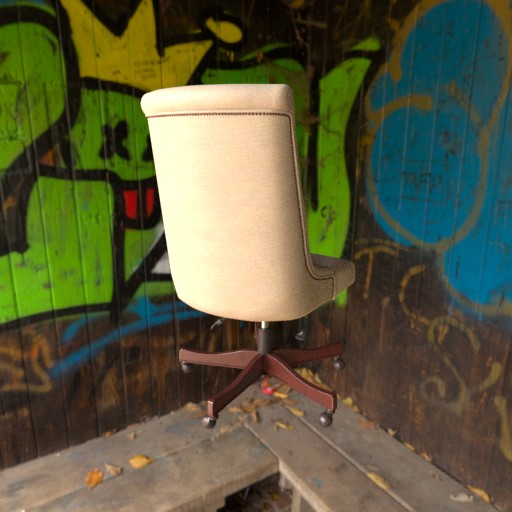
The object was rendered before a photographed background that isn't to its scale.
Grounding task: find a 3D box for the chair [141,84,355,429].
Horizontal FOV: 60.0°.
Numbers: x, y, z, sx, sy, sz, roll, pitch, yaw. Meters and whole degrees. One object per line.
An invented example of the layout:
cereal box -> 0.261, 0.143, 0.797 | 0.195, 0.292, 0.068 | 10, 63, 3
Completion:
chair -> 0.000, 0.000, 1.481 | 0.645, 1.010, 0.696 | 8, 17, 28
